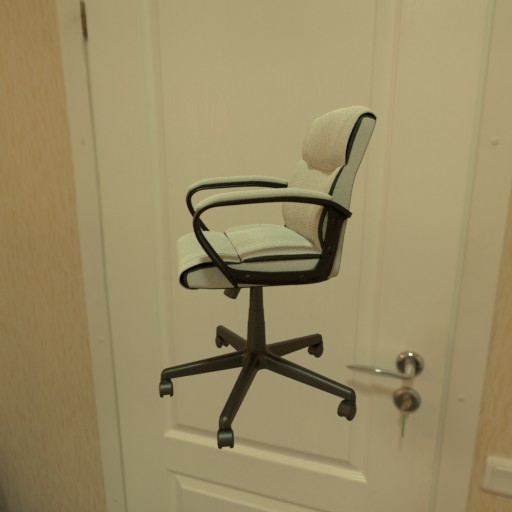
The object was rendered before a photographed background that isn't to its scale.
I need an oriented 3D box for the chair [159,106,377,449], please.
[{"bbox_3d":[0.000,0.000,1.561,0.717,1.004,0.739,-3,15,-10],"label":"chair"}]
